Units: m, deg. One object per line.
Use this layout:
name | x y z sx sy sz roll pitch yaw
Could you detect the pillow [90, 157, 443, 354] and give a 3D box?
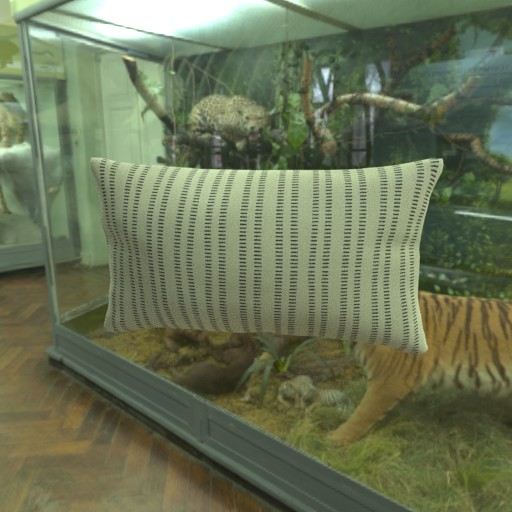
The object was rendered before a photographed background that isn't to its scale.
pillow | 0.000 0.000 0.817 0.640 0.353 0.210 2 14 9
